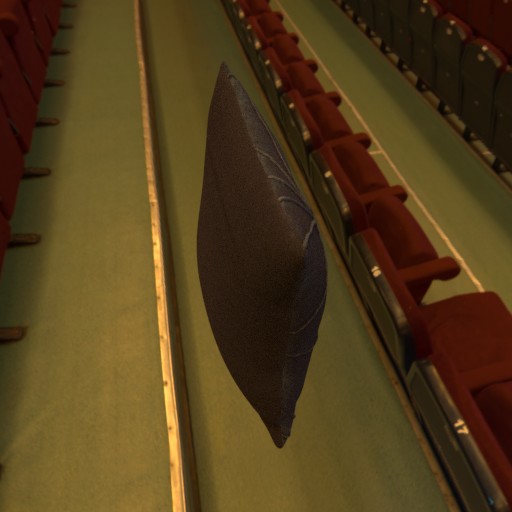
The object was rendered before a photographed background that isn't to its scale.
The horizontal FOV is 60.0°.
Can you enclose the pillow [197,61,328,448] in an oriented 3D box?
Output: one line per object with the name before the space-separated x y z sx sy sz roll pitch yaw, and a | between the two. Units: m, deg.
pillow | 0.000 0.000 0.691 0.183 0.440 0.439 -9 48 -8
